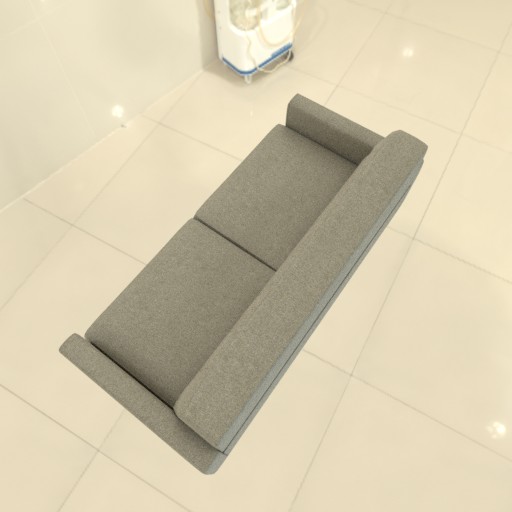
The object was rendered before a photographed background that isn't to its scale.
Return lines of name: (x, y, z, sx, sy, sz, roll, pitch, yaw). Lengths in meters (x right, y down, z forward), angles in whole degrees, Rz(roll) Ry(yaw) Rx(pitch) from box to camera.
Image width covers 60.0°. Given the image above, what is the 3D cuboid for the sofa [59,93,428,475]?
sofa: (0.000, 0.000, 2.500, 0.968, 0.873, 2.055, 33, 69, 15)
